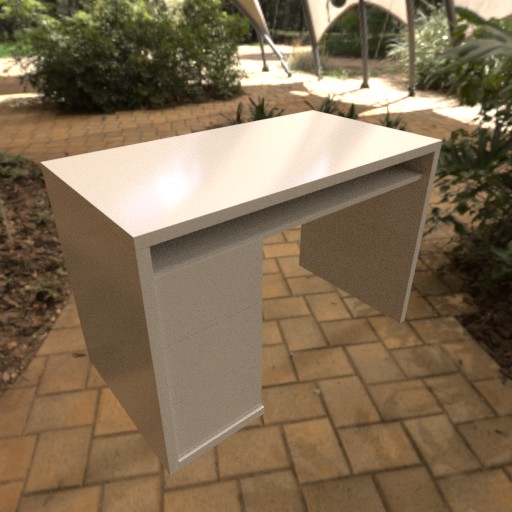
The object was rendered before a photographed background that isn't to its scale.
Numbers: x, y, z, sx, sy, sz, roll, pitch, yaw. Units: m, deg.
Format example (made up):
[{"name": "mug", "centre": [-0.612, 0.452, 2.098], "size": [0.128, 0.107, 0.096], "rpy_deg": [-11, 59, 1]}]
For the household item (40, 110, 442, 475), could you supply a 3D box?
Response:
[{"name": "household item", "centre": [0.000, 0.000, 1.548], "size": [1.100, 0.749, 0.597], "rpy_deg": [-22, 37, -33]}]
